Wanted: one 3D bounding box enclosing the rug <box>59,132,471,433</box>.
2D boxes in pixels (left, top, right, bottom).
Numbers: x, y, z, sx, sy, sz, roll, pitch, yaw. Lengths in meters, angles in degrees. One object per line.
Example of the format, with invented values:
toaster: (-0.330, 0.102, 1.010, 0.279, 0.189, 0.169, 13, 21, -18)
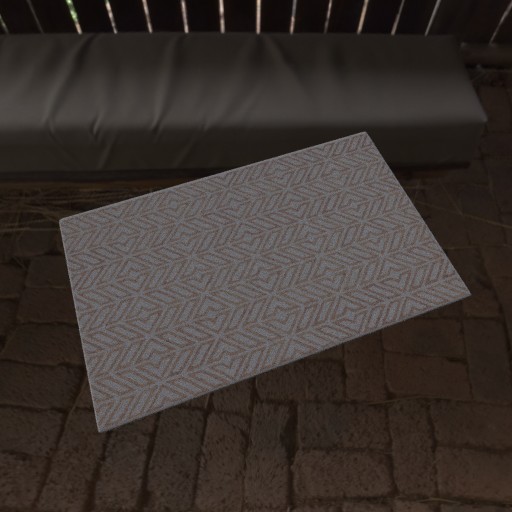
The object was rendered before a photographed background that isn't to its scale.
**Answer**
rug: (0.000, 0.000, 3.025, 2.438, 0.008, 1.523, -18, 63, -9)
